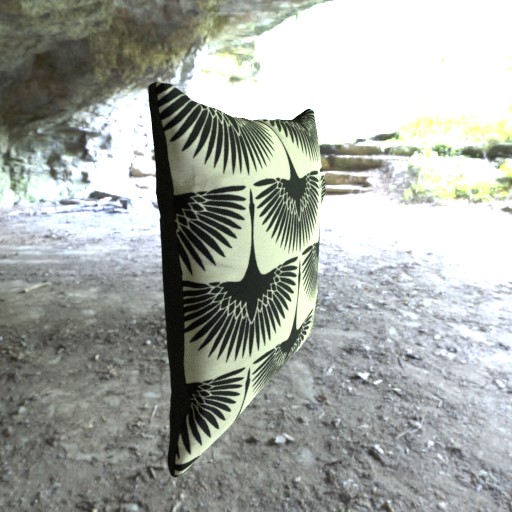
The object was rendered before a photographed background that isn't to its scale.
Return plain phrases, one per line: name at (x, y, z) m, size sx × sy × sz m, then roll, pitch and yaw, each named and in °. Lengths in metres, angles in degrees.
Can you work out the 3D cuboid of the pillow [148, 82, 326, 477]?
pillow at (0.000, 0.000, 0.645) m, size 0.139 × 0.432 × 0.432 m, roll 7°, pitch 16°, yaw 25°
